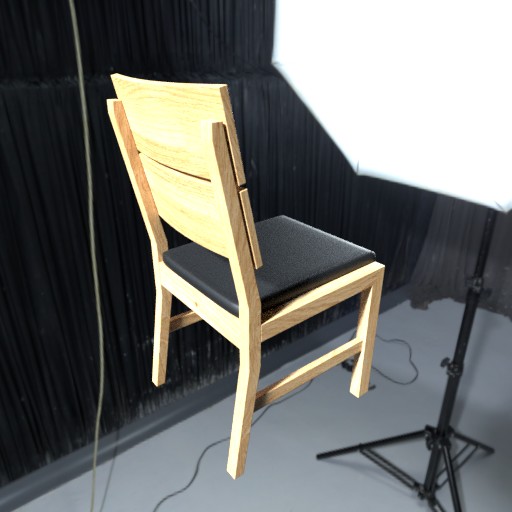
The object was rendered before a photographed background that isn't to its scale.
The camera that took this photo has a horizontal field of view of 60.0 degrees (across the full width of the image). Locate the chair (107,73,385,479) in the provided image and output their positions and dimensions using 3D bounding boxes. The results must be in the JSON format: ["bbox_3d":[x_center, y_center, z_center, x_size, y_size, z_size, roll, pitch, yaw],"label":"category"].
[{"bbox_3d":[0.000,0.000,1.251,0.569,0.950,0.475,-18,31,-34],"label":"chair"}]
